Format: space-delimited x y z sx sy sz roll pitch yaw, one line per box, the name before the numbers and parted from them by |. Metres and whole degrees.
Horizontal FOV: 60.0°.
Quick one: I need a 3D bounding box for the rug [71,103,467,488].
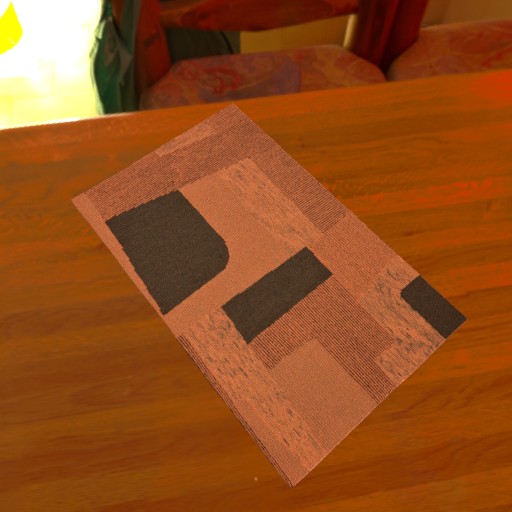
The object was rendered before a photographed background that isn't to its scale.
rug | 0.000 0.000 3.049 1.521 0.015 2.436 -36 69 -17
